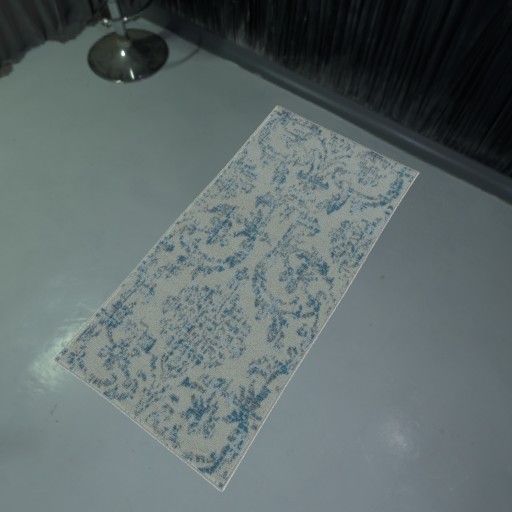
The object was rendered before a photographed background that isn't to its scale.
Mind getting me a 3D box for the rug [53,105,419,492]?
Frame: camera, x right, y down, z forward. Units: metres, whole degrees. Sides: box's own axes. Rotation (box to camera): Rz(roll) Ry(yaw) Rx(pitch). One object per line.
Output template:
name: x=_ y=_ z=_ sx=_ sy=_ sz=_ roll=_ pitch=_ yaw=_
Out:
rug: x=0.000 y=0.000 z=1.433 sx=0.605 sy=0.007 sz=1.220 roll=30 pitch=66 yaw=15
